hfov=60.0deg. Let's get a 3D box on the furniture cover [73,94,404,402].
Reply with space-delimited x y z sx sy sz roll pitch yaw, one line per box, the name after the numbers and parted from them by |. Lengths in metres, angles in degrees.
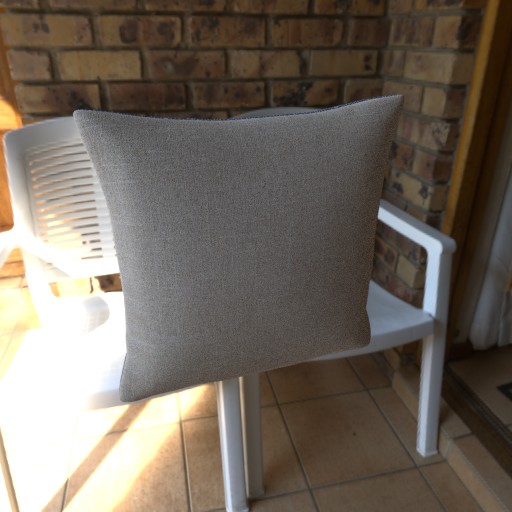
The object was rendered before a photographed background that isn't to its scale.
0.000 0.000 0.754 0.511 0.503 0.162 -9 27 -17 | furniture cover
